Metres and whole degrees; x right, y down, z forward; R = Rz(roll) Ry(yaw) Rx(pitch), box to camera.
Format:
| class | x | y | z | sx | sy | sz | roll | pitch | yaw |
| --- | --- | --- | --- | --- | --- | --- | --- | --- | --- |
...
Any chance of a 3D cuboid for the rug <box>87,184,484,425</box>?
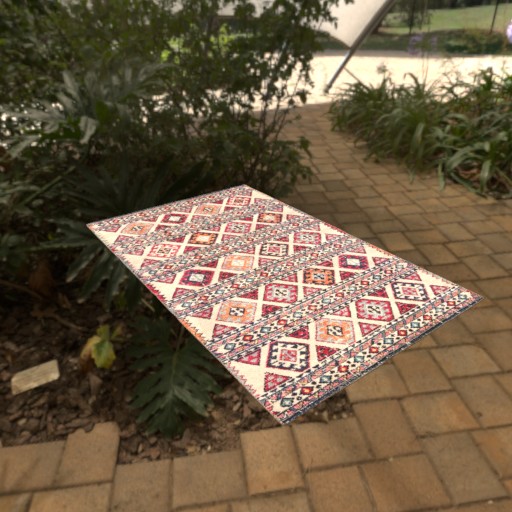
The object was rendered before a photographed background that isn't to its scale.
| class | x | y | z | sx | sy | sz | roll | pitch | yaw |
| --- | --- | --- | --- | --- | --- | --- | --- | --- | --- |
| rug | 0.000 | 0.000 | 3.050 | 1.545 | 0.010 | 2.440 | -20 | 35 | -32 |
